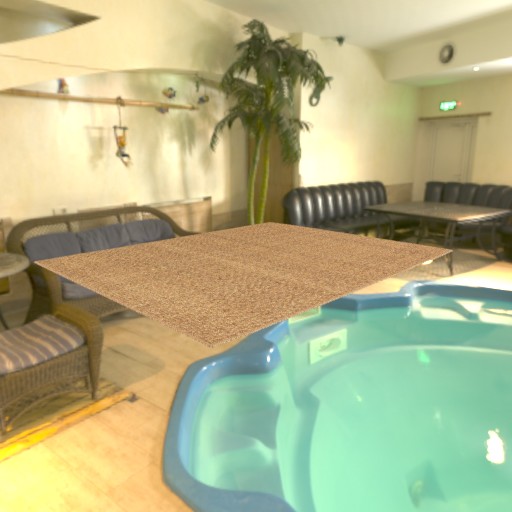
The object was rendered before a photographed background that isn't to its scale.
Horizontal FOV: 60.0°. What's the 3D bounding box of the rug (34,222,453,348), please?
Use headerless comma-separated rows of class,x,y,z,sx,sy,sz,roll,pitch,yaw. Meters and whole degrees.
rug,0.000,0.000,4.049,2.439,0.013,3.048,13,19,43
